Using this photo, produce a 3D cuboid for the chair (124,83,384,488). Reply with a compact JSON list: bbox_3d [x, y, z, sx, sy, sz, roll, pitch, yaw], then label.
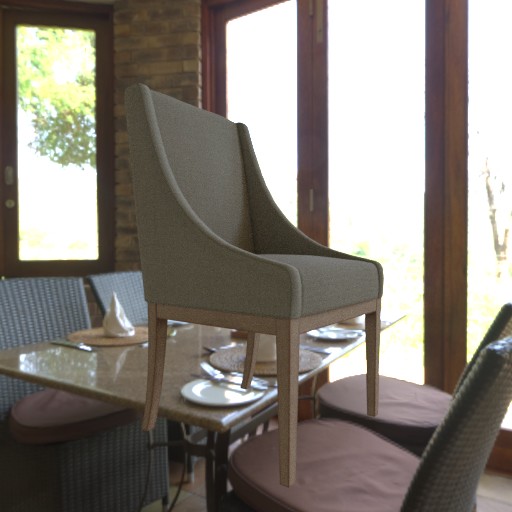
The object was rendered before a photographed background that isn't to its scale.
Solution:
[{"bbox_3d":[0.000,0.000,1.368,0.611,1.021,0.575,1,1,36],"label":"chair"}]
